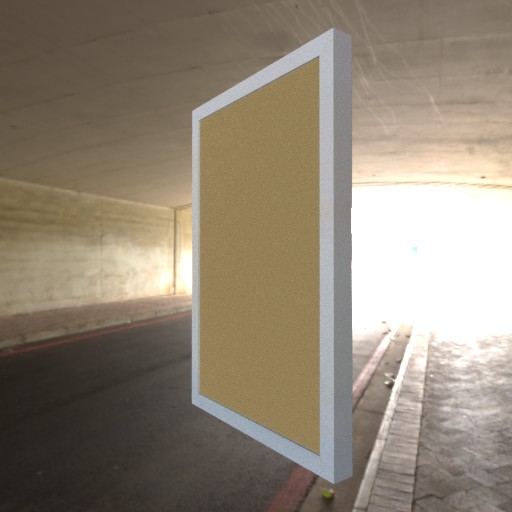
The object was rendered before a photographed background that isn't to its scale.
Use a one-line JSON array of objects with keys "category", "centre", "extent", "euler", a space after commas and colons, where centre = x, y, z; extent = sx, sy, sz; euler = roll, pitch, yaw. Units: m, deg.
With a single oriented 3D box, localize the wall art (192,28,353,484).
[{"category": "wall art", "centre": [0.000, 0.000, 0.770], "extent": [0.038, 0.611, 0.408], "euler": [0, -1, -35]}]
